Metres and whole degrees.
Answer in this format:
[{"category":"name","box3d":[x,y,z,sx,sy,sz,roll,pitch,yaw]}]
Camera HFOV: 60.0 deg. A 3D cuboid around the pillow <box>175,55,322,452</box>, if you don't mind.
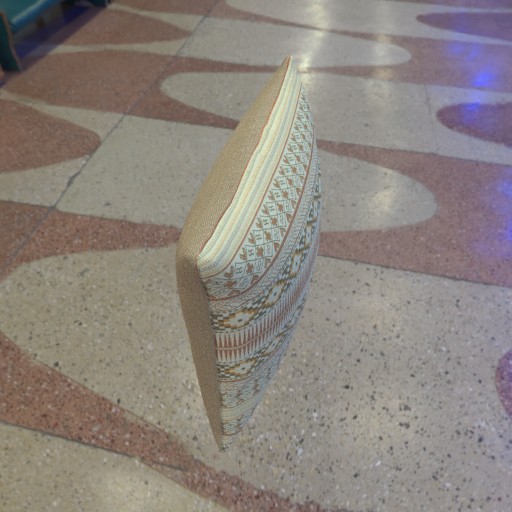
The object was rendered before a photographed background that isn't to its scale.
[{"category":"pillow","box3d":[0.000,0.000,0.801,0.215,0.519,0.521,10,47,10]}]
